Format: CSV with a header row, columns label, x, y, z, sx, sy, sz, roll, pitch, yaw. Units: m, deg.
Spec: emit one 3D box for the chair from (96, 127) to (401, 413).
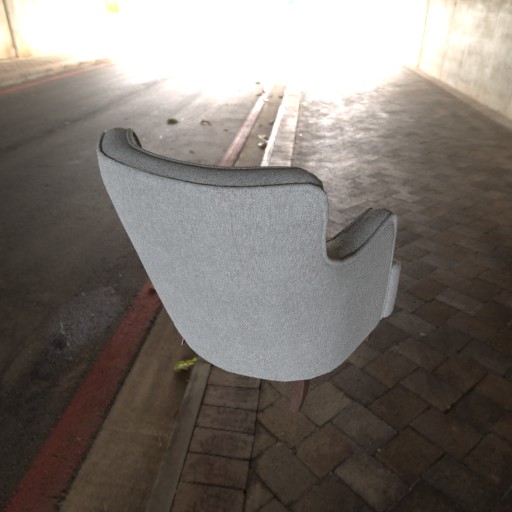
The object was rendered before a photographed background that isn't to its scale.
label,x,y,z,sx,sy,sz,roll,pitch,yaw
chair,0.000,0.000,1.596,0.820,0.920,0.910,21,35,33
